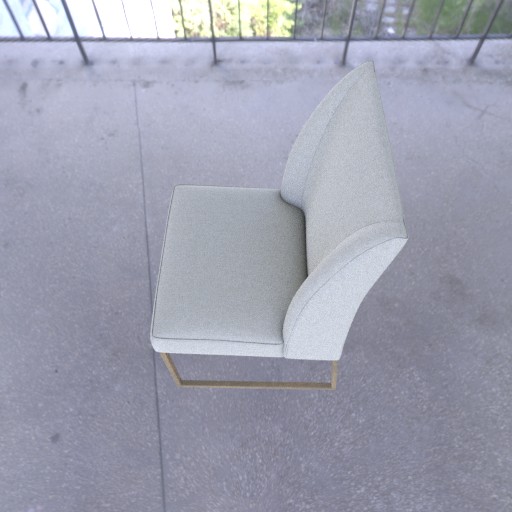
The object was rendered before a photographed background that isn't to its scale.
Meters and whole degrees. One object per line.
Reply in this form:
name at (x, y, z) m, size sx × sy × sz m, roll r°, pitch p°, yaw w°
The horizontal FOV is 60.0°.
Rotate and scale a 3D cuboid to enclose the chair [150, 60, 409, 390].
chair at (0.000, 0.000, 1.193) m, size 0.522 × 0.863 × 0.508 m, roll 1°, pitch 58°, yaw 1°
